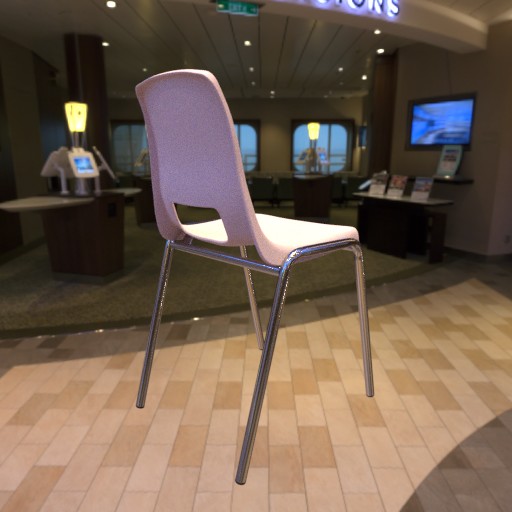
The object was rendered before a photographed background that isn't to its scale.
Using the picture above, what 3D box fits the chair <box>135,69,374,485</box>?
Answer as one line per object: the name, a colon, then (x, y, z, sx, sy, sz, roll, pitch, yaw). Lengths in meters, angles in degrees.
chair: (0.000, 0.000, 0.964, 0.381, 0.704, 0.436, 13, 19, 43)
